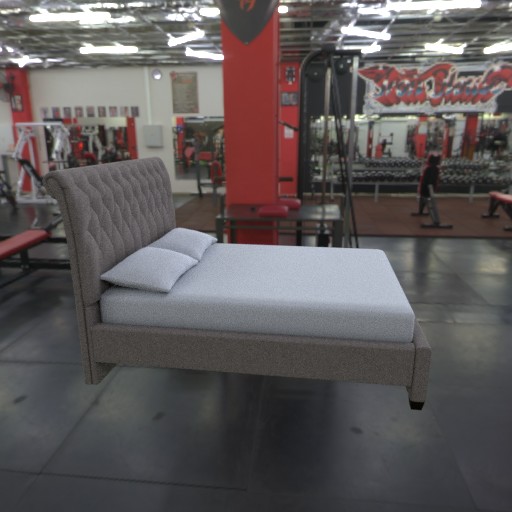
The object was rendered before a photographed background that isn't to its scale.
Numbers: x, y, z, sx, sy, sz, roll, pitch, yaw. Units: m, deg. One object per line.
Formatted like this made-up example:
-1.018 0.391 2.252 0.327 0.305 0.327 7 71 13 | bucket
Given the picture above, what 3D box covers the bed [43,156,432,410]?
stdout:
0.000 0.000 3.343 2.252 1.371 1.645 2 16 8 | bed
